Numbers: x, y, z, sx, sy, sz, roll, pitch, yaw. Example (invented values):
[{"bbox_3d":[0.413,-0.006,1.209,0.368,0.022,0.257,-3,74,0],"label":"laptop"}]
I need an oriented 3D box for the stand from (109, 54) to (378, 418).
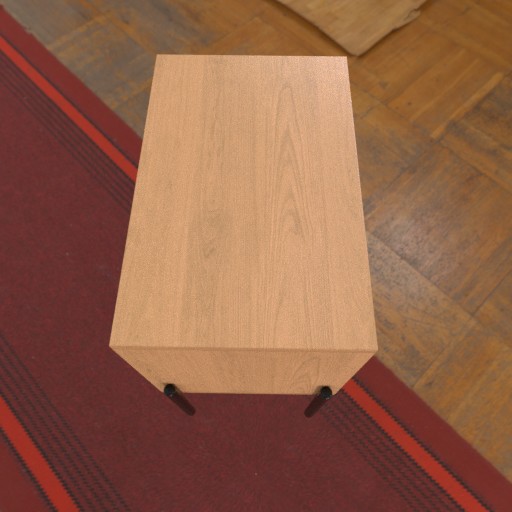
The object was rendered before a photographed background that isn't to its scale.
[{"bbox_3d":[0.000,0.000,1.012,0.400,0.600,0.630,1,64,0],"label":"stand"}]
